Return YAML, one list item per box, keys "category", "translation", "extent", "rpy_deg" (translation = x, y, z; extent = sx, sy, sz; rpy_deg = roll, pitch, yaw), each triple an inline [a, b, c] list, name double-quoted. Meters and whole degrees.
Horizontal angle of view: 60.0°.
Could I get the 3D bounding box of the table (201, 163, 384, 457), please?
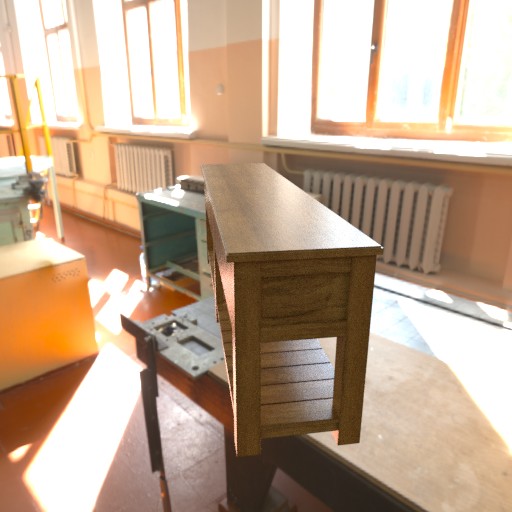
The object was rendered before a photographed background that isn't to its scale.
- category: "table"
  translation: [0.000, 0.000, 2.067]
  extent: [0.425, 0.635, 1.815]
  rpy_deg: [-3, 19, -8]
